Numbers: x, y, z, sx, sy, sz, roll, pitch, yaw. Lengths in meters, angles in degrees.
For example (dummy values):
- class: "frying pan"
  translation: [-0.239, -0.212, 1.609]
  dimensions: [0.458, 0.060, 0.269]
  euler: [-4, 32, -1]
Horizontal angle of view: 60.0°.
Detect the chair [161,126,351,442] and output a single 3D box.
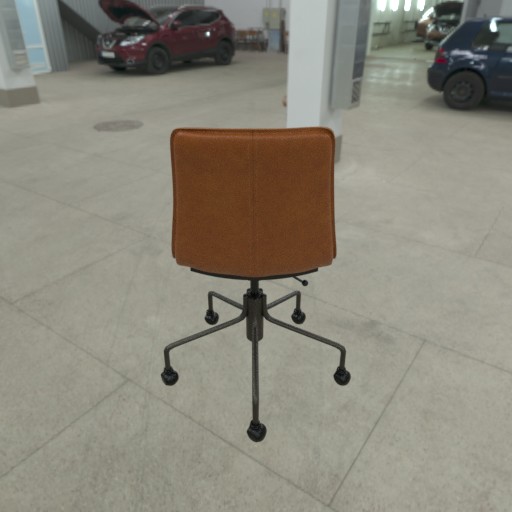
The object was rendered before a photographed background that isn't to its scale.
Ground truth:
- class: "chair"
  translation: [0.000, 0.000, 1.373]
  dimensions: [0.651, 0.920, 0.660]
  euler: [0, 29, 0]
